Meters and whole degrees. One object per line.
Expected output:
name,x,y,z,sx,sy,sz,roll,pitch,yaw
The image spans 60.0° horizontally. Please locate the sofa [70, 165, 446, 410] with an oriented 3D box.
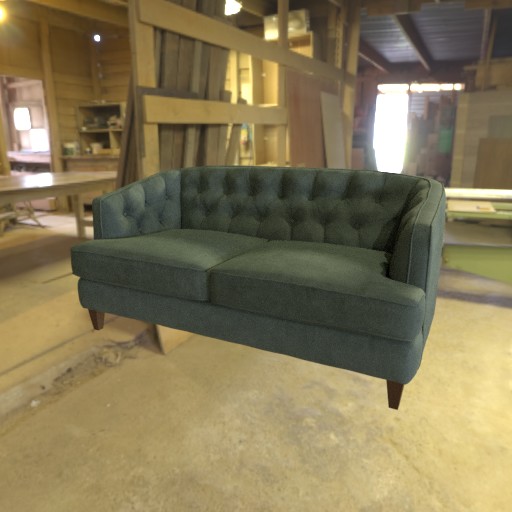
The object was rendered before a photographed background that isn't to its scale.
sofa,0.000,0.000,2.273,1.733,0.855,0.941,8,17,27
